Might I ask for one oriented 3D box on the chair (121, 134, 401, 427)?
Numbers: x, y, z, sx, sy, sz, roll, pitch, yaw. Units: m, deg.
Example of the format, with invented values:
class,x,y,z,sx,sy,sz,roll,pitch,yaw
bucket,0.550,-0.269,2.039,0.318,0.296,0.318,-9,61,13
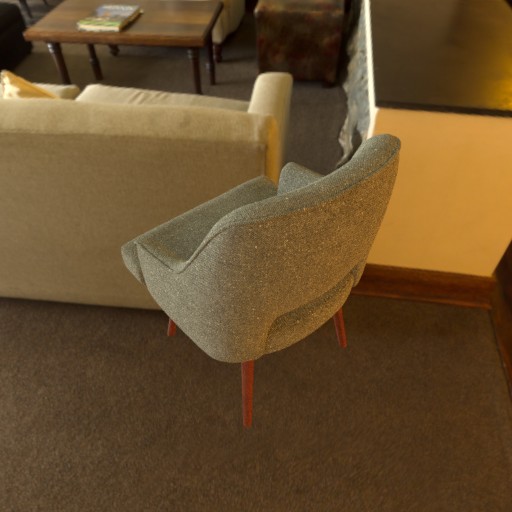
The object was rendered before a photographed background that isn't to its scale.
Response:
class,x,y,z,sx,sy,sz,roll,pitch,yaw
chair,0.000,0.000,1.308,0.608,0.875,0.629,-31,54,-27
